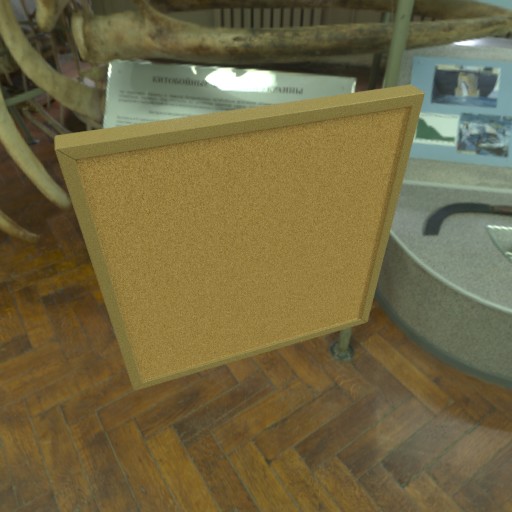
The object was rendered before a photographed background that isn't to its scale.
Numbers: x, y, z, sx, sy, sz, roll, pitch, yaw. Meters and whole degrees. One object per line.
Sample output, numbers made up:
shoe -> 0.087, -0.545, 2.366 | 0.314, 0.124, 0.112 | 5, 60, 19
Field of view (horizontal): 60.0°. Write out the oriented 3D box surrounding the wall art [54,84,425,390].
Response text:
wall art -> 0.000, 0.000, 0.758 | 0.509, 0.509, 0.036 | -13, 43, -15
